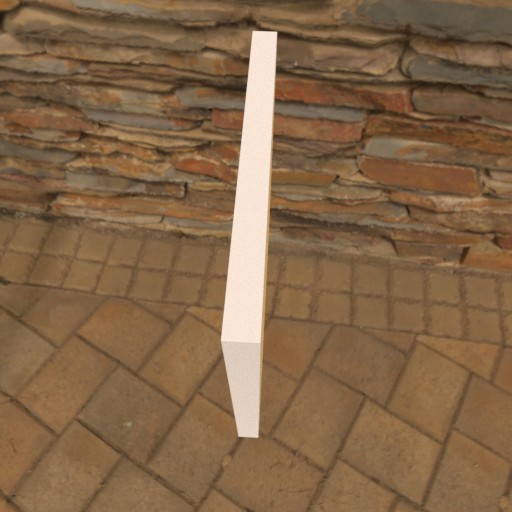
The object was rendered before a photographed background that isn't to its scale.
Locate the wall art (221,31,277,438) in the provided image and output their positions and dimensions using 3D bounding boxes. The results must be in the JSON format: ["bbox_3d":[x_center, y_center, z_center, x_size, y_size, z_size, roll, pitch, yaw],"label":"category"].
[{"bbox_3d":[0.000,0.000,1.960,0.098,1.291,1.289,3,58,2],"label":"wall art"}]
